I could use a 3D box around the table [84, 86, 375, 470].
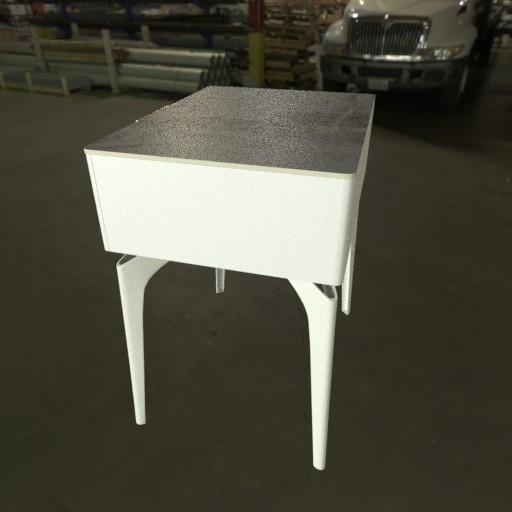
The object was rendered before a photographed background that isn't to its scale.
[{"bbox_3d":[0.000,0.000,0.920,0.400,0.570,0.500,8,32,13],"label":"table"}]
